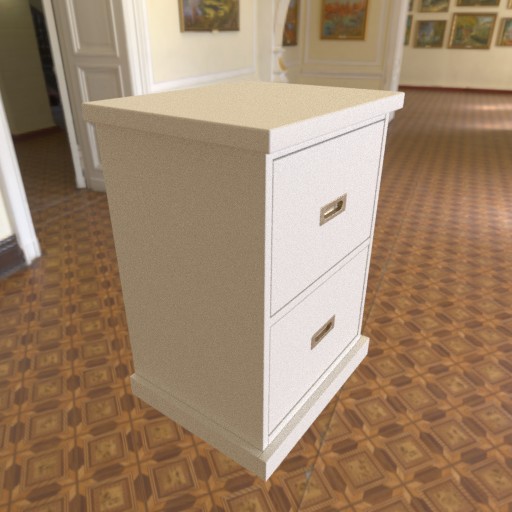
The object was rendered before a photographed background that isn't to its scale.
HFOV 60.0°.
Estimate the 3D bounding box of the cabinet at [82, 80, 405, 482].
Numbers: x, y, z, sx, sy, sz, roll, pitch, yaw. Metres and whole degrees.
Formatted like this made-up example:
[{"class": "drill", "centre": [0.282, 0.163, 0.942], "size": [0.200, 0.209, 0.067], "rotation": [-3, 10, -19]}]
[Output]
[{"class": "cabinet", "centre": [0.000, 0.000, 1.062], "size": [0.431, 0.723, 0.520], "rotation": [18, 32, 32]}]
